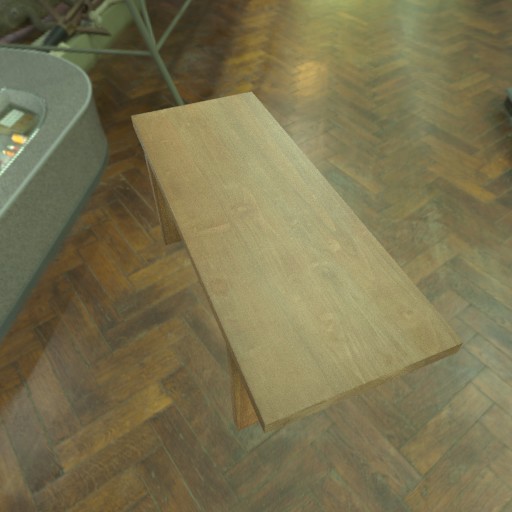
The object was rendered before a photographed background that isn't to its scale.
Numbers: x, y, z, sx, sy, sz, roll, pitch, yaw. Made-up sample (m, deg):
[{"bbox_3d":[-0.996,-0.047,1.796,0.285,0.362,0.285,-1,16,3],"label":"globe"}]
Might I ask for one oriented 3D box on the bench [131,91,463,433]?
[{"bbox_3d":[0.000,0.000,1.415,0.458,0.458,1.183,-17,50,-15],"label":"bench"}]
